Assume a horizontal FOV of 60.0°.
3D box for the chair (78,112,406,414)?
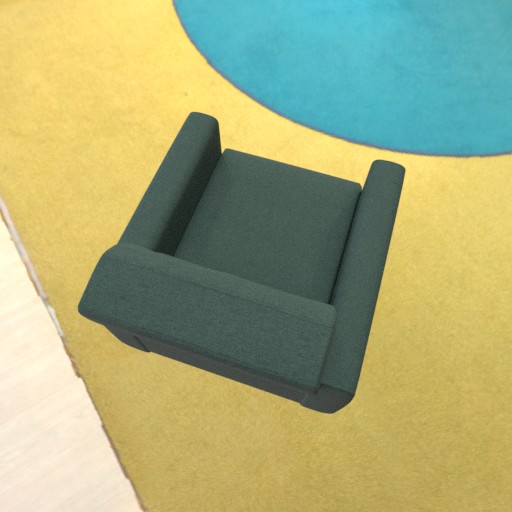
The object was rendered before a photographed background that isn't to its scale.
[{"bbox_3d":[0.000,0.000,1.519,0.831,0.841,0.909,17,65,8],"label":"chair"}]
